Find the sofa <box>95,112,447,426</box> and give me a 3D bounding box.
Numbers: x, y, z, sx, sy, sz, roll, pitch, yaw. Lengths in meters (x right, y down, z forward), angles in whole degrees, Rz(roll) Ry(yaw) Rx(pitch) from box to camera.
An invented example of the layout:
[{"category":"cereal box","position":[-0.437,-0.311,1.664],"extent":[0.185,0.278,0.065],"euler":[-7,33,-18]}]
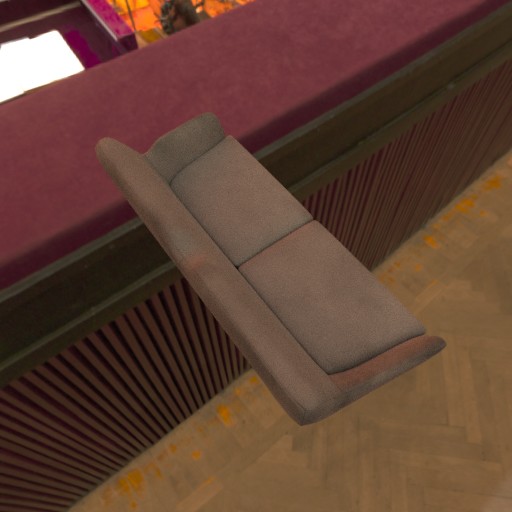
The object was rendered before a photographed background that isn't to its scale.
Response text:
[{"category":"sofa","position":[0.000,0.000,2.337],"extent":[0.850,0.810,1.870],"euler":[-32,63,-18]}]
